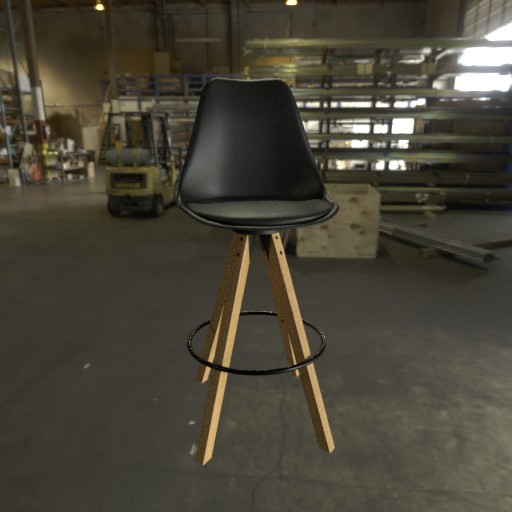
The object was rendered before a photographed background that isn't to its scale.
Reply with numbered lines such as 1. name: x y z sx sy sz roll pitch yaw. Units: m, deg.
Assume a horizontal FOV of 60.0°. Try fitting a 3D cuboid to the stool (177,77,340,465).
1. stool: 0.000 0.000 1.415 0.485 1.115 0.550 -2 16 -7
